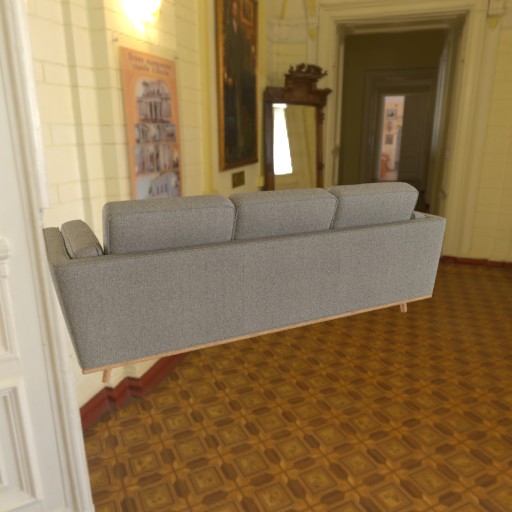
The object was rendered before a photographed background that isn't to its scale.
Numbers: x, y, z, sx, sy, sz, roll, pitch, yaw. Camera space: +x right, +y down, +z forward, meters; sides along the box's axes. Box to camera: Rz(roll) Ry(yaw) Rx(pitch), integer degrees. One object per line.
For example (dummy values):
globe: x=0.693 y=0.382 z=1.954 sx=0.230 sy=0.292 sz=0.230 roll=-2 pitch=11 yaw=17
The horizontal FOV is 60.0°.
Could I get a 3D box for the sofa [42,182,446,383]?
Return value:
sofa: x=0.000 y=0.000 z=2.779 sx=2.362 sy=0.899 sz=0.903 roll=-8 pitch=18 yaw=-26
